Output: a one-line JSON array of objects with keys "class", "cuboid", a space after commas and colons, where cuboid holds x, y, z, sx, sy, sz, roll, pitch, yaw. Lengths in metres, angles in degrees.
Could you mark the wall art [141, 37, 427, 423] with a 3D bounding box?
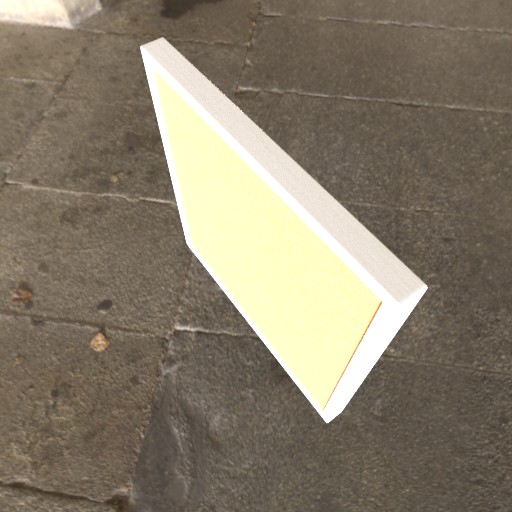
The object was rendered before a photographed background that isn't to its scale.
[{"class": "wall art", "cuboid": [0.000, 0.000, 0.742, 0.038, 0.508, 0.508, -32, 63, -18]}]
